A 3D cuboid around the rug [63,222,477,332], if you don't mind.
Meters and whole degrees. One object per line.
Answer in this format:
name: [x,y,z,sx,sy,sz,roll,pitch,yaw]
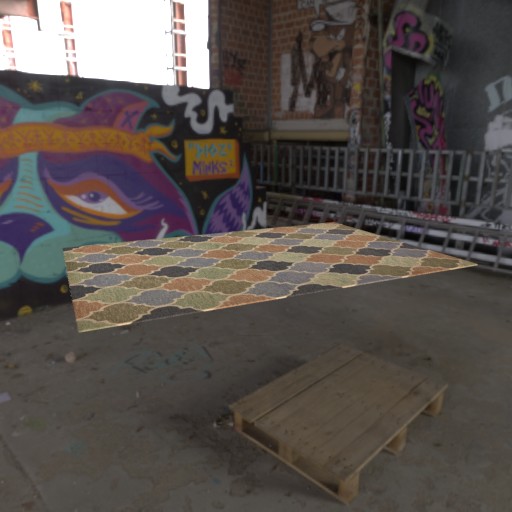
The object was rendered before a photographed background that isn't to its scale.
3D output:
rug: [0.000,0.000,2.330,1.828,0.006,1.216,-7,17,-24]
